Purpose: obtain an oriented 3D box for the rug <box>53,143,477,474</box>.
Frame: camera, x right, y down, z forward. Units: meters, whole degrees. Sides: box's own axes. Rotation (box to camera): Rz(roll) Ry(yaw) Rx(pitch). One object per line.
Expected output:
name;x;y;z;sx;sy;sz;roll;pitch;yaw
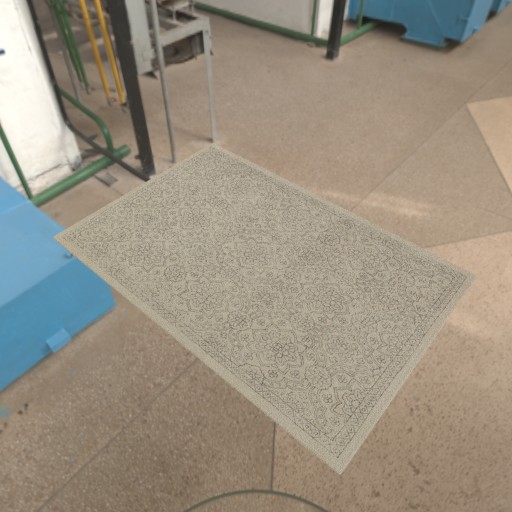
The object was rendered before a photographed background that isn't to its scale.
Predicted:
rug;0.000;0.000;2.277;1.829;0.010;1.219;32;54;27
